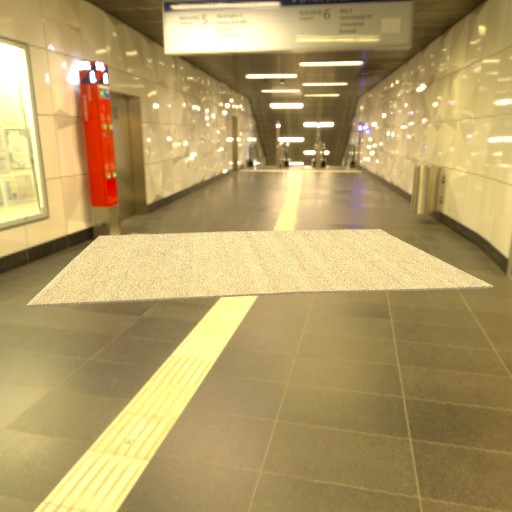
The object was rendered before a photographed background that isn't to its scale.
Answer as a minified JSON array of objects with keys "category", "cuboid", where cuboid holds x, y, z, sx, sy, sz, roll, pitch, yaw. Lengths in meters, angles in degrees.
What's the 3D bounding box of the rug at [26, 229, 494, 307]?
[{"category":"rug","cuboid":[0.000,0.000,2.269,1.820,0.022,1.179,-2,15,-6]}]
